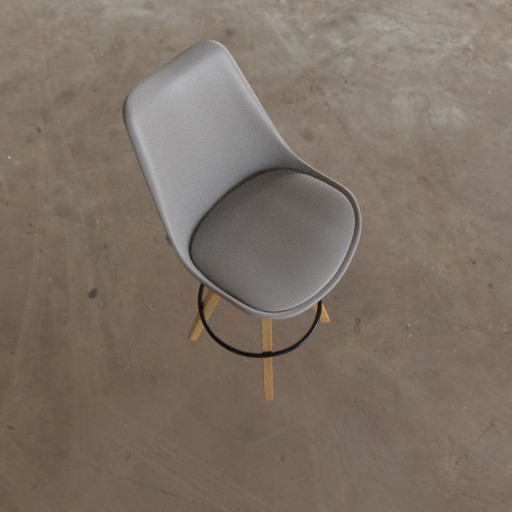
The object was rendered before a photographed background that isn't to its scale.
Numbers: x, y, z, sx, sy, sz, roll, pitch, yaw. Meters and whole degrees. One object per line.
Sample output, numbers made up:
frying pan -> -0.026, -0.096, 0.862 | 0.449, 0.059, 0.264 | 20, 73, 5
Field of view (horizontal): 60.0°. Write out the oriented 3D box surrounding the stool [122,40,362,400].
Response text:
stool -> 0.000, 0.000, 1.377 | 0.550, 1.115, 0.485 | 33, 64, 18
